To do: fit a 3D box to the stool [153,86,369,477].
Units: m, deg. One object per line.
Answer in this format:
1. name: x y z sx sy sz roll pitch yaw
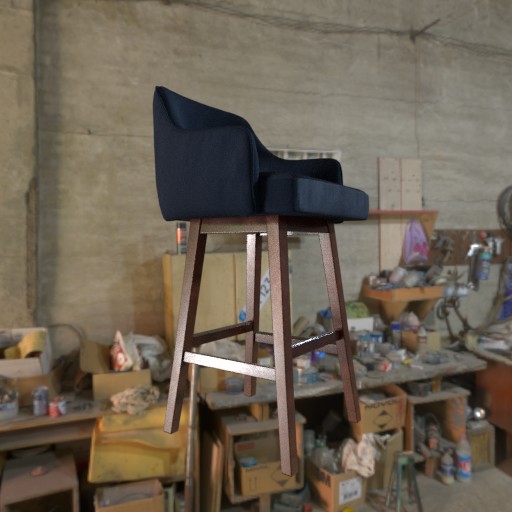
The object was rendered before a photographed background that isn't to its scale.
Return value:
1. stool: 0.000 0.000 1.360 0.560 1.041 0.550 1 2 36
